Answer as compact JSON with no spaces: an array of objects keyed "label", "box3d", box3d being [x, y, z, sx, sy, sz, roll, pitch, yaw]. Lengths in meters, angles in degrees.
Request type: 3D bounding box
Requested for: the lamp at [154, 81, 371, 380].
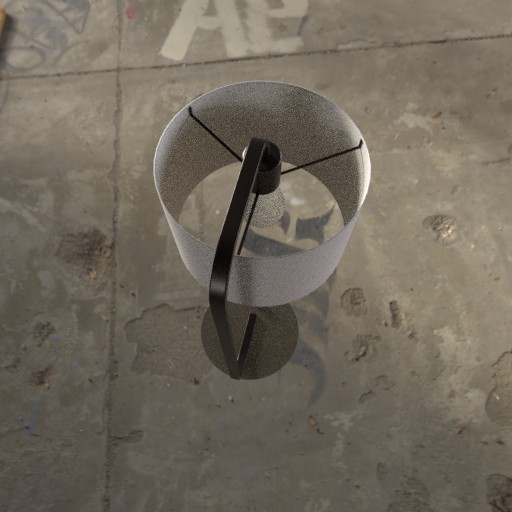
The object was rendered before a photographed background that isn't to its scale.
[{"label":"lamp","box3d":[0.000,0.000,0.619,0.230,0.473,0.288,12,65,6]}]
